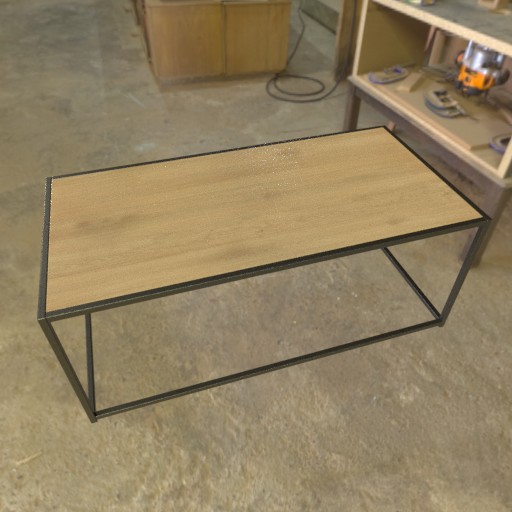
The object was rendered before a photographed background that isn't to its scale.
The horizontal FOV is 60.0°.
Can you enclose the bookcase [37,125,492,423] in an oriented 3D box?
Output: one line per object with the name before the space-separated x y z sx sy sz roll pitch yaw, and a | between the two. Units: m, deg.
bookcase | 0.000 0.000 1.232 1.000 0.400 0.500 -12 44 -13
